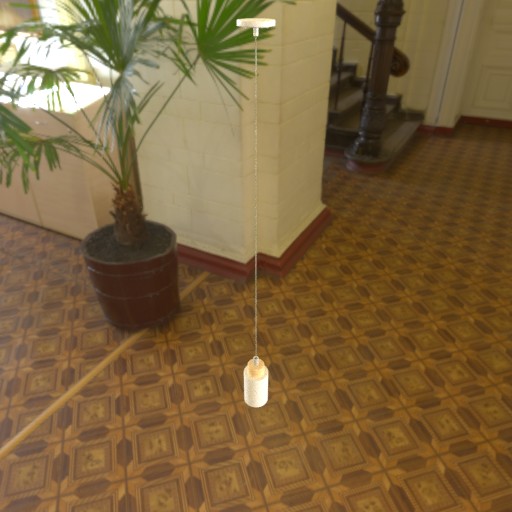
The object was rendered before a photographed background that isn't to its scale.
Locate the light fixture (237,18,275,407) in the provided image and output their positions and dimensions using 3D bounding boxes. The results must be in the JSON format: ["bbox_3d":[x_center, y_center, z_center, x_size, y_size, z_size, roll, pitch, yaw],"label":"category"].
[{"bbox_3d":[0.000,0.000,1.906,0.125,1.798,0.125,-9,33,-14],"label":"light fixture"}]
